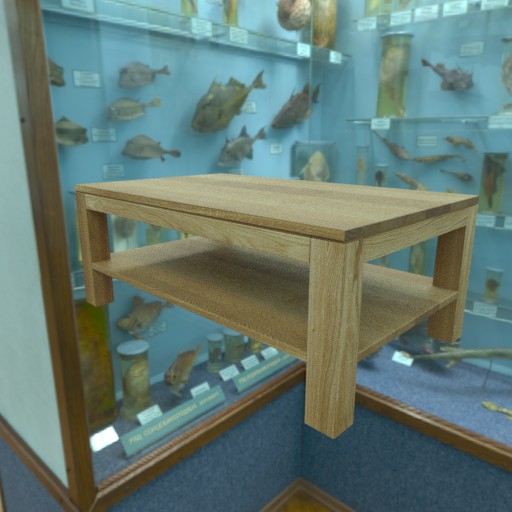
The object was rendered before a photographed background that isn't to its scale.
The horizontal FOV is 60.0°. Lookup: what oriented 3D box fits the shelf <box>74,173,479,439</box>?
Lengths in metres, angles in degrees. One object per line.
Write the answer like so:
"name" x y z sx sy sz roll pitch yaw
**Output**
"shelf" 0.000 0.000 1.506 1.150 0.450 0.700 14 21 43
